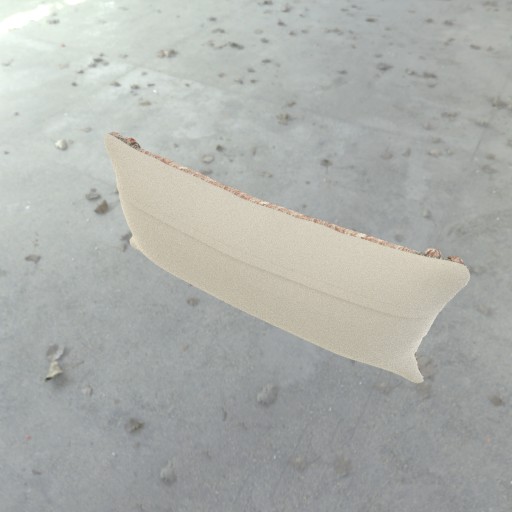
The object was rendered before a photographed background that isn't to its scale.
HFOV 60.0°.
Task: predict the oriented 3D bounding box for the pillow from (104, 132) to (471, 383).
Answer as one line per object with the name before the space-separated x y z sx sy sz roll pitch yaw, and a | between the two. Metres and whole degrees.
pillow | 0.000 0.000 0.744 0.635 0.282 0.139 23 50 21
